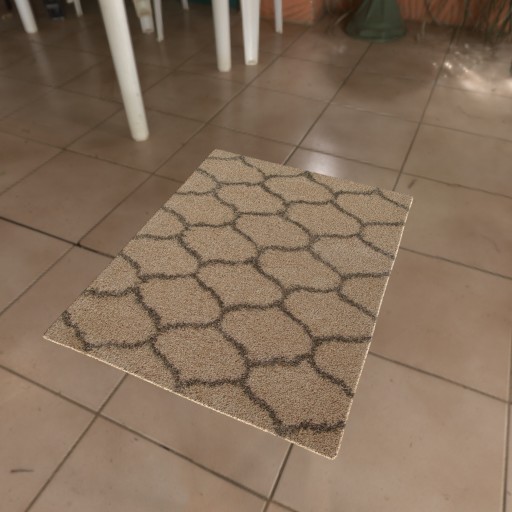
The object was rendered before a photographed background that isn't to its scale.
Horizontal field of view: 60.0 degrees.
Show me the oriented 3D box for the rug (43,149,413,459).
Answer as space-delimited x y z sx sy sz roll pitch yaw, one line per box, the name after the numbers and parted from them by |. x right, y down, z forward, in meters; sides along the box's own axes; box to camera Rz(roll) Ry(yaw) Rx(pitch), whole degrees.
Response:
0.000 0.000 4.134 2.399 0.026 3.000 17 48 16 | rug
